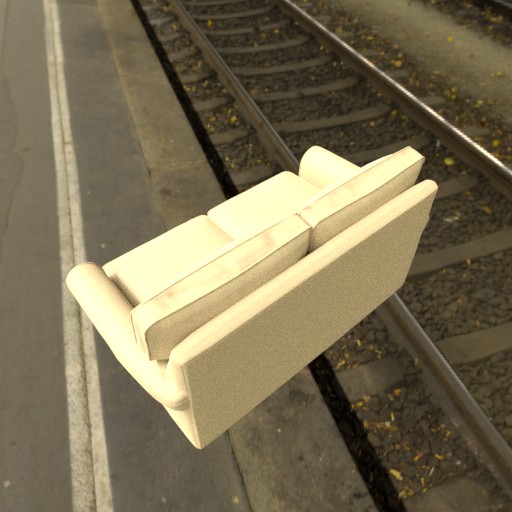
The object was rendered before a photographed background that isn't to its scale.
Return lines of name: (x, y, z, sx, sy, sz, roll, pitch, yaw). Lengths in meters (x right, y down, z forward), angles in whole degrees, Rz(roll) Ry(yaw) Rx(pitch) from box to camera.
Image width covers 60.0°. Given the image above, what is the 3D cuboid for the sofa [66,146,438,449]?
sofa: (0.000, 0.000, 2.240, 1.665, 0.937, 0.964, -32, 53, -27)
